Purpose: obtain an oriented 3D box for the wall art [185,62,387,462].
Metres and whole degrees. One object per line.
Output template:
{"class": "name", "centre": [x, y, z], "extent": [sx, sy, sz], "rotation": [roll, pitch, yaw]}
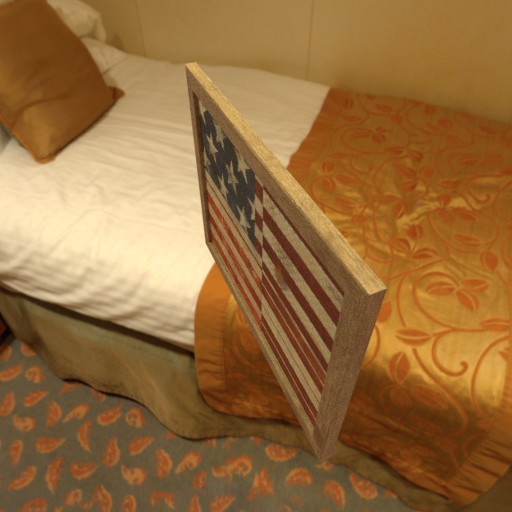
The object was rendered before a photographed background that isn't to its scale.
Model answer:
{"class": "wall art", "centre": [0.000, 0.000, 0.922], "extent": [0.026, 0.535, 0.690], "rotation": [-18, 49, -16]}
